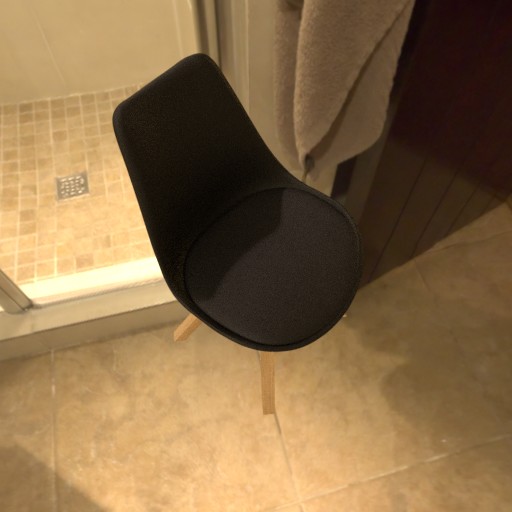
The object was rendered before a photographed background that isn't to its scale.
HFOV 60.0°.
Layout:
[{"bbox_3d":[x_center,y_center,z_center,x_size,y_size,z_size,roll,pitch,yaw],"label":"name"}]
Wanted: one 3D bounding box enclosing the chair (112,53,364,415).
[{"bbox_3d":[0.000,0.000,1.173,0.549,0.850,0.485,34,64,19],"label":"chair"}]
